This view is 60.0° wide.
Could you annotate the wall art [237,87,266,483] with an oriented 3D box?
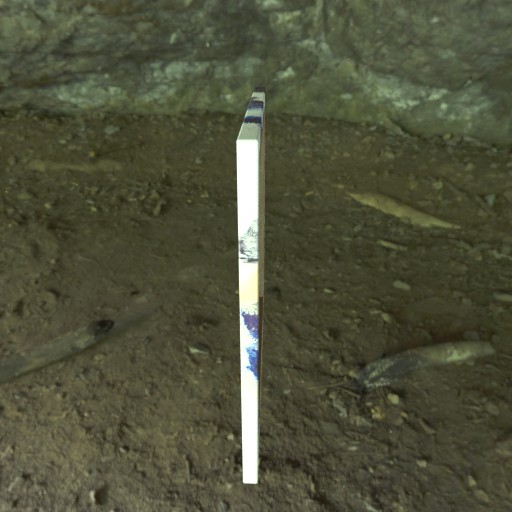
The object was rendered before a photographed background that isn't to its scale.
[{"bbox_3d":[0.000,0.000,1.354,0.038,0.885,0.887,1,26,2],"label":"wall art"}]
